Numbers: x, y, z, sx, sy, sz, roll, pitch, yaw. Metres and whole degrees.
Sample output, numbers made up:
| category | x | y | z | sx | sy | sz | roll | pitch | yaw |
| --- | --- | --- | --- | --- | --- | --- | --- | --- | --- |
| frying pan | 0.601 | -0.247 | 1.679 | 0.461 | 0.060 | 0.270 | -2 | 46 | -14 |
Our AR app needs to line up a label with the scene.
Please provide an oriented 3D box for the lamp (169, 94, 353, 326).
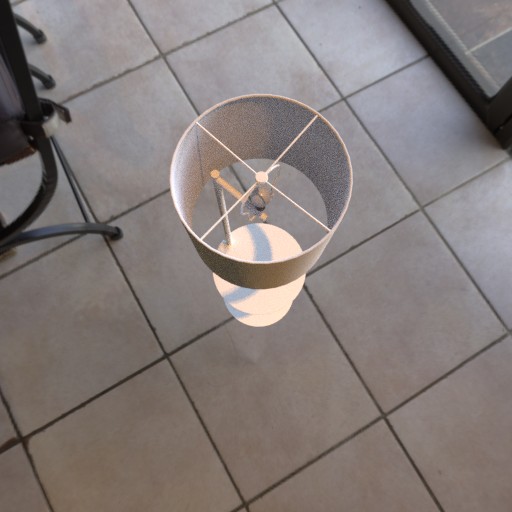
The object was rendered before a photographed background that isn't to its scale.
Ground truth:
| category | x | y | z | sx | sy | sz | roll | pitch | yaw |
| --- | --- | --- | --- | --- | --- | --- | --- | --- | --- |
| lamp | 0.000 | 0.000 | 1.613 | 0.405 | 1.465 | 0.372 | 40 | 80 | 9 |
